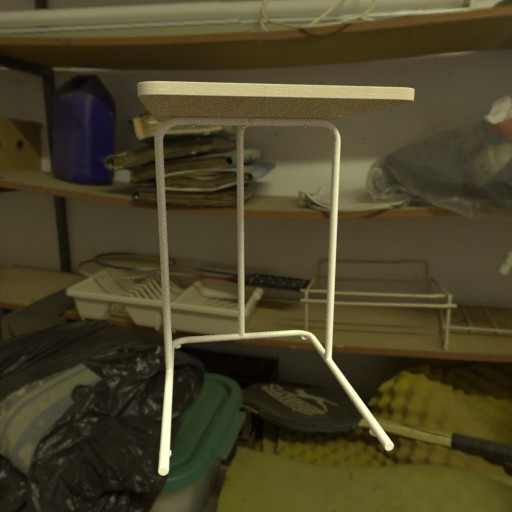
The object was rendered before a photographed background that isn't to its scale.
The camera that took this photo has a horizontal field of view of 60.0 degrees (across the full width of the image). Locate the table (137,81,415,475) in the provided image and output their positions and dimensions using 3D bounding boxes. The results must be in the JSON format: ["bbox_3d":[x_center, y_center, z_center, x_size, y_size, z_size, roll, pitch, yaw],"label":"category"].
[{"bbox_3d":[0.000,0.000,0.848,0.370,0.550,0.480,-2,13,-9],"label":"table"}]
